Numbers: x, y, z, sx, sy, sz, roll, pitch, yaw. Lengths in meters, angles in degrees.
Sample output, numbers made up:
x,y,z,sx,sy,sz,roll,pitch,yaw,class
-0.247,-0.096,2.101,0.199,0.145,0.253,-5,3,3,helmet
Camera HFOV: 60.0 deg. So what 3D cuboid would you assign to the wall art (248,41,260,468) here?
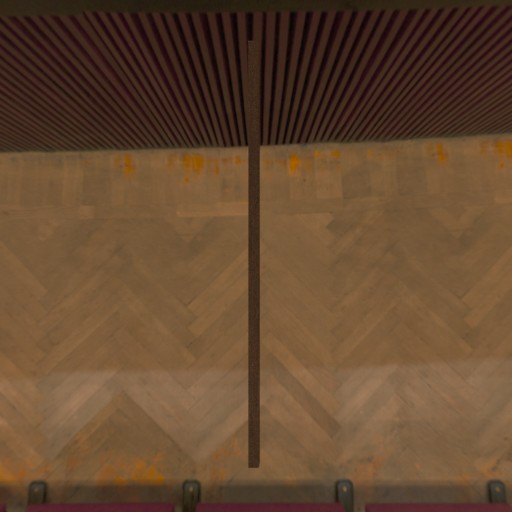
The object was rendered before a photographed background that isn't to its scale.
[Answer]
x,y,z,sx,sy,sz,roll,pitch,yaw,class
0.000,0.000,0.778,0.013,0.570,0.476,0,89,0,wall art
